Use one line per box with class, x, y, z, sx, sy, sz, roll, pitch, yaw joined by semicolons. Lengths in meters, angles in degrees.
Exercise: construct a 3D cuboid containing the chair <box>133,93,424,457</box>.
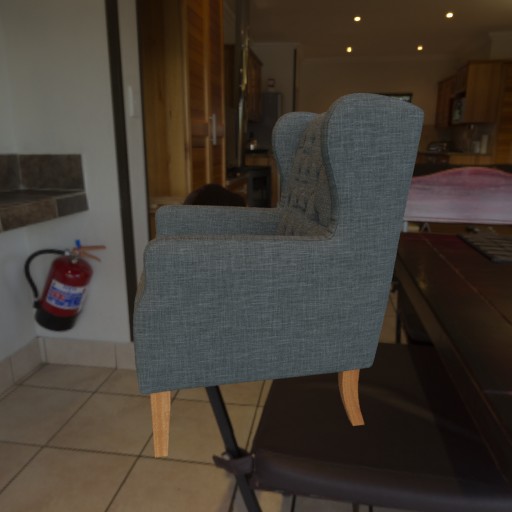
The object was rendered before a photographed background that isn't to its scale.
chair;0.000;0.000;1.456;0.775;0.953;0.711;-2;14;-10
